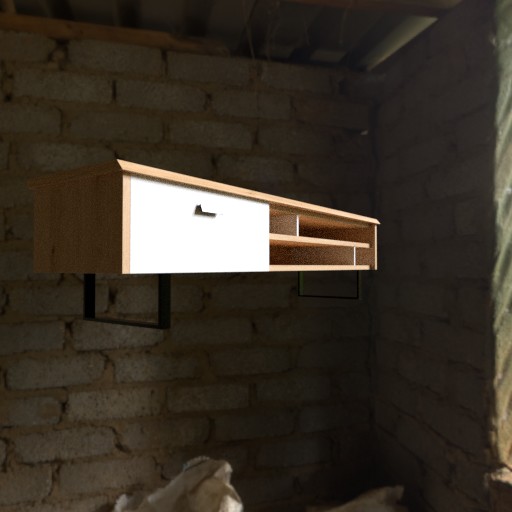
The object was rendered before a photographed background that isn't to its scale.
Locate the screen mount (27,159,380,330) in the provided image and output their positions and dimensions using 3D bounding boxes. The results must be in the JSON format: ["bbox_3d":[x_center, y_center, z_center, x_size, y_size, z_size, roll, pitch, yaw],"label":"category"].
[{"bbox_3d":[0.000,0.000,1.868,0.450,0.430,1.700,-1,-2,36],"label":"screen mount"}]
